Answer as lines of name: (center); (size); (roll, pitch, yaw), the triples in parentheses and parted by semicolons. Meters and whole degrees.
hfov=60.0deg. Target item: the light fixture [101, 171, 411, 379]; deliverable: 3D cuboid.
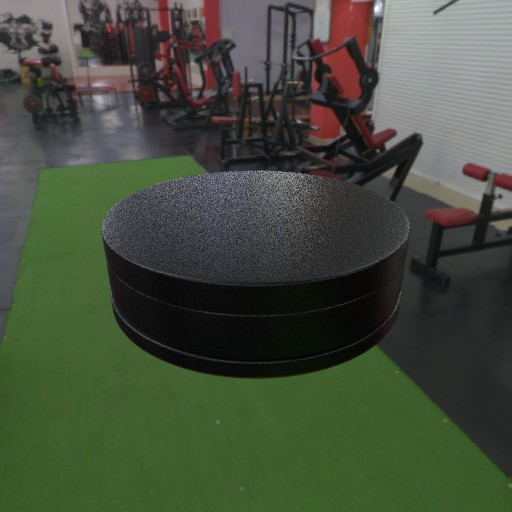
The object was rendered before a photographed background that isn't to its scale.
light fixture: (0.000, 0.000, 0.441); (0.283, 0.097, 0.283); (0, 26, 0)
